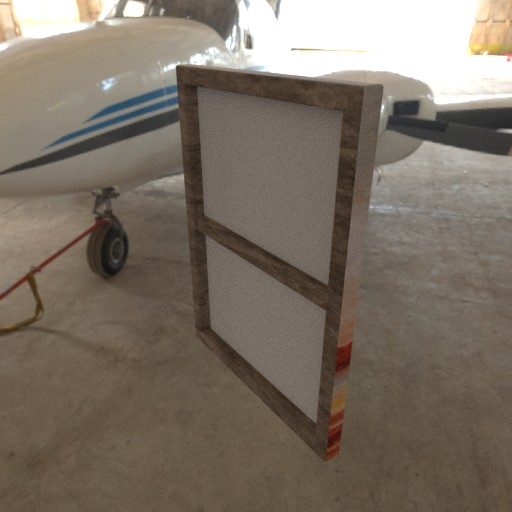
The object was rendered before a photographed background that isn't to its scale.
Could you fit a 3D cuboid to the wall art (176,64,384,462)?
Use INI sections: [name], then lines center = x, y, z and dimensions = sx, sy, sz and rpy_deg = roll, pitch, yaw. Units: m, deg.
[wall art]
center = 0.000, 0.000, 0.788
dimensions = 0.035, 0.605, 0.443
rpy_deg = -19, 32, -32
